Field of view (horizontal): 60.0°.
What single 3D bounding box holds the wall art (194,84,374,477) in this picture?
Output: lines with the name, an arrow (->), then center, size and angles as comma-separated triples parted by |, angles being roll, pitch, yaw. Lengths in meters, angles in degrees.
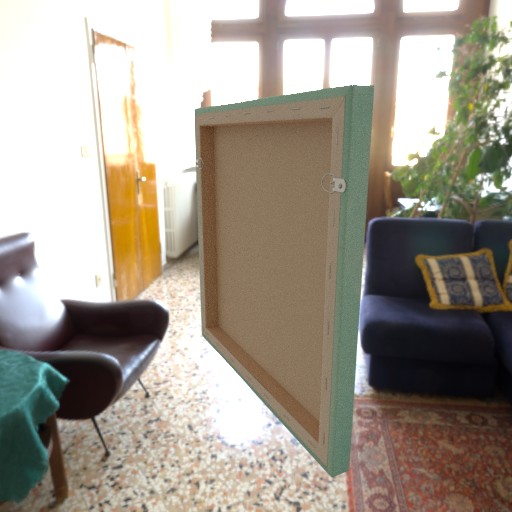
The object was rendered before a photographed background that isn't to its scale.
wall art -> 0.000, 0.000, 1.152 | 0.054, 0.766, 0.765 | -8, 17, -26
